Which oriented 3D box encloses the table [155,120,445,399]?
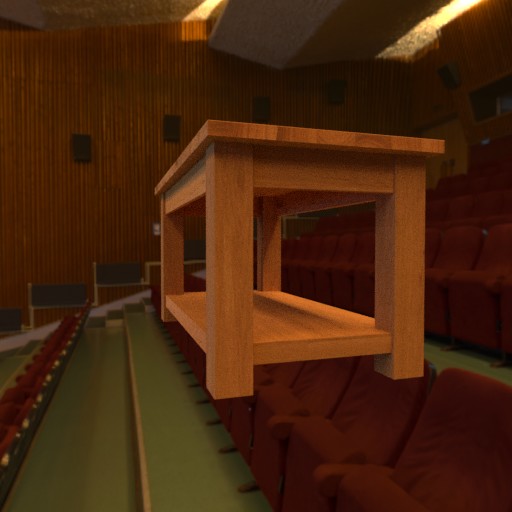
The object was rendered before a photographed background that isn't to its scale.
[{"bbox_3d":[0.000,0.000,1.192,0.450,0.452,0.899,-1,2,-18],"label":"table"}]
